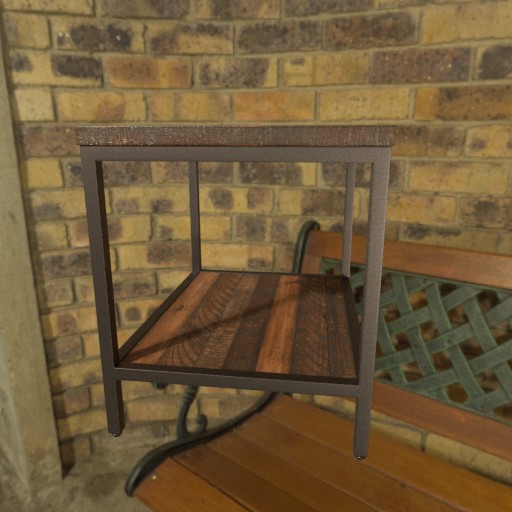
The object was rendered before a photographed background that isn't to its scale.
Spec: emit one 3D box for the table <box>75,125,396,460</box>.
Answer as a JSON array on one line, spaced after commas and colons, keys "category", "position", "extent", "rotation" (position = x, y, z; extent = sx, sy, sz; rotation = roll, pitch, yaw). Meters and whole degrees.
[{"category": "table", "position": [0.000, 0.000, 1.113], "extent": [0.524, 0.612, 0.678], "rotation": [2, 15, 8]}]
